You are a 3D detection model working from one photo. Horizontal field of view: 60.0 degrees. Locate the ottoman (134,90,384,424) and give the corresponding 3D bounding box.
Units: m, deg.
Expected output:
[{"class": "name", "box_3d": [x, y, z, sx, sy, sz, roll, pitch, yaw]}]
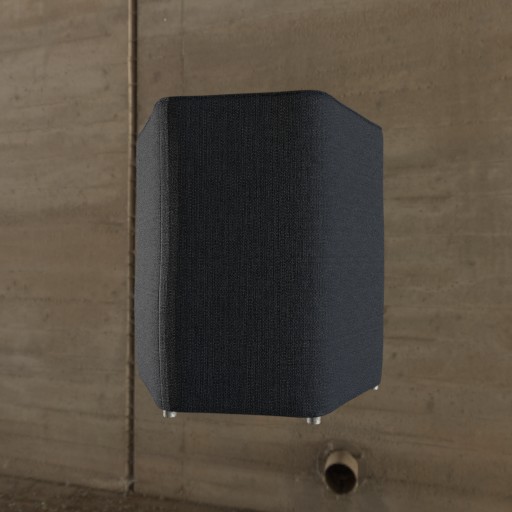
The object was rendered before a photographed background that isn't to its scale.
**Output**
[{"class": "ottoman", "box_3d": [0.000, 0.000, 0.877, 0.454, 0.505, 0.492, 0, -1, -19]}]
